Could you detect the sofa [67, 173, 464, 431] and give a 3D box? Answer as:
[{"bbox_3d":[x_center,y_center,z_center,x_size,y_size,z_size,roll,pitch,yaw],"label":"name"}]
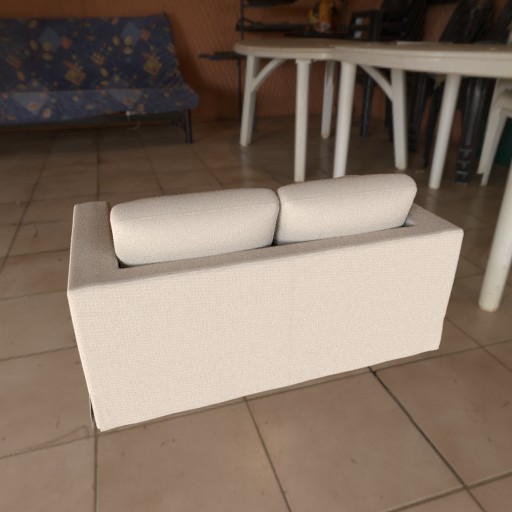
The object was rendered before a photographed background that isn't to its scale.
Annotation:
[{"bbox_3d":[0.000,0.000,2.373,1.813,0.932,1.009,-9,28,-17],"label":"sofa"}]
